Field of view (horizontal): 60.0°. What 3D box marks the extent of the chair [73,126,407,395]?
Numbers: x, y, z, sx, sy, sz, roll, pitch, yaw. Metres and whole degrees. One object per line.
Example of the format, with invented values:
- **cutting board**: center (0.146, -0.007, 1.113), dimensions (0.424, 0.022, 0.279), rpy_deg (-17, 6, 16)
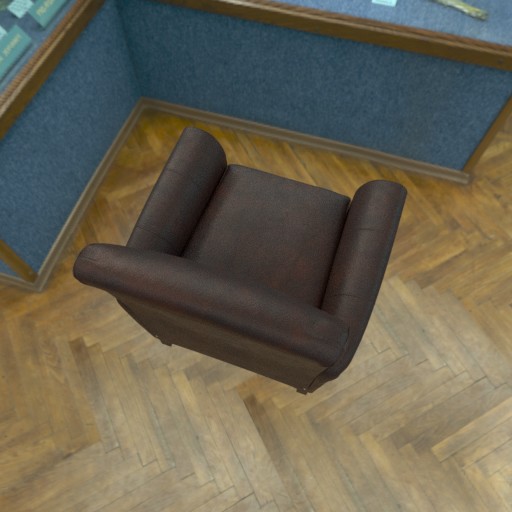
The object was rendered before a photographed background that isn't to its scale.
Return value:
- **chair**: center (0.000, 0.000, 1.718), dimensions (0.978, 1.061, 0.902), rpy_deg (17, 64, 9)
